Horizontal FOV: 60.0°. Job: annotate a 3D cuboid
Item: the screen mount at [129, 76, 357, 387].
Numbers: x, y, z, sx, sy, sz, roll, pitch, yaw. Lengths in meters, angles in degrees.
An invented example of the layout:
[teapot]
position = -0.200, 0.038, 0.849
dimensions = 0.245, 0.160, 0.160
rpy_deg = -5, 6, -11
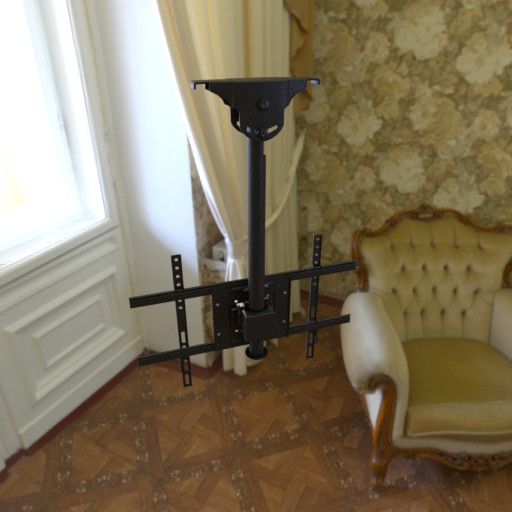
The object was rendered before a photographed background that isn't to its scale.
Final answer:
[screen mount]
position = 0.000, 0.000, 1.041
dimensions = 0.595, 0.775, 0.090
rpy_deg = -9, 28, -17
